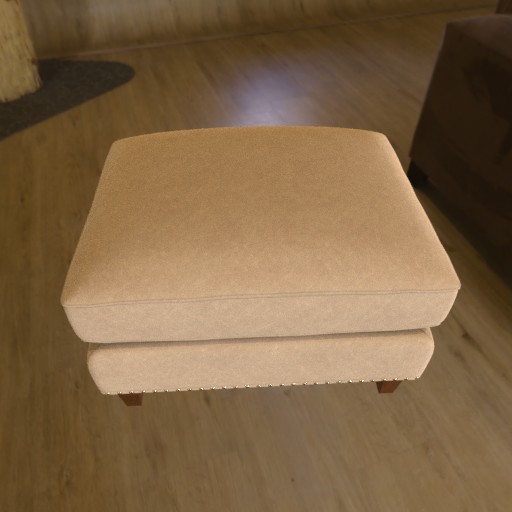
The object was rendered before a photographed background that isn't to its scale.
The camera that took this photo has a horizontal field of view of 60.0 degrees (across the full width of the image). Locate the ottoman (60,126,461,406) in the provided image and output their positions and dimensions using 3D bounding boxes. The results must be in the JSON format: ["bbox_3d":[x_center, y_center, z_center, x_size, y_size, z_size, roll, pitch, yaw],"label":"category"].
[{"bbox_3d":[0.000,0.000,1.118,0.741,0.513,0.584,-2,45,-2],"label":"ottoman"}]
